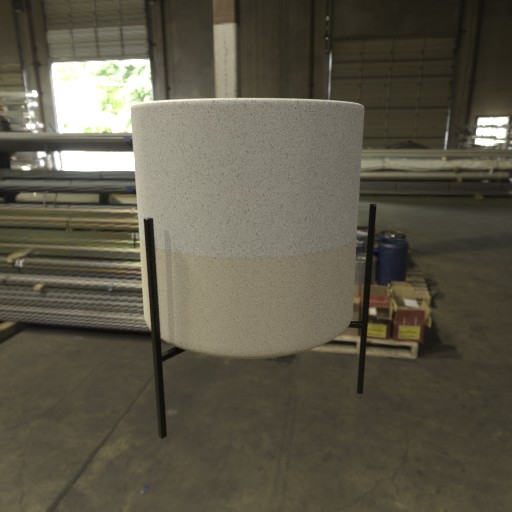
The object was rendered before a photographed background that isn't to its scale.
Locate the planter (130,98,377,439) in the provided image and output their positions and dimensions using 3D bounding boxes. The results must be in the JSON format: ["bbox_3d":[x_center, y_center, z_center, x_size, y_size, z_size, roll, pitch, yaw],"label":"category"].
[{"bbox_3d":[0.000,0.000,0.657,0.335,0.423,0.313,3,16,9],"label":"planter"}]
